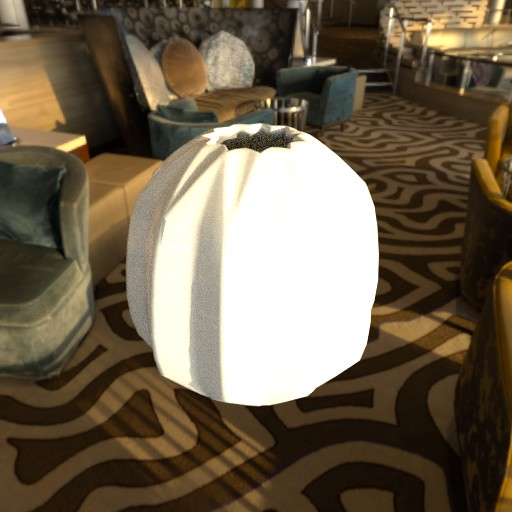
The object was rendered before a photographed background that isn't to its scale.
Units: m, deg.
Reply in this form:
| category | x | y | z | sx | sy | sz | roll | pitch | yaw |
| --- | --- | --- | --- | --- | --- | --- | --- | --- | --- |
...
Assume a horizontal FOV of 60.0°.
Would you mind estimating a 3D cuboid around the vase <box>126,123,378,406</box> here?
| category | x | y | z | sx | sy | sz | roll | pitch | yaw |
| --- | --- | --- | --- | --- | --- | --- | --- | --- | --- |
| vase | 0.000 | 0.000 | 0.246 | 0.139 | 0.134 | 0.139 | 0 | 30 | 0 |
